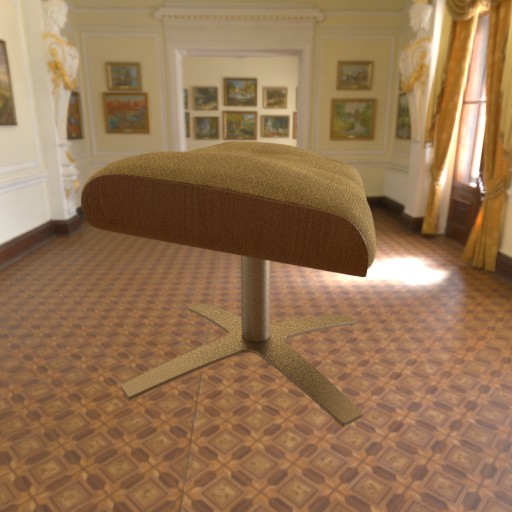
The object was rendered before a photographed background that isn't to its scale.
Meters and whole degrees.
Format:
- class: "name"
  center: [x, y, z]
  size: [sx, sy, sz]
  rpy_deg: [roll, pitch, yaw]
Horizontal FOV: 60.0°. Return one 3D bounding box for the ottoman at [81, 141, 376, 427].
- class: "ottoman"
  center: [0.000, 0.000, 0.808]
  size: [0.394, 0.391, 0.520]
  rpy_deg: [3, 17, 11]
